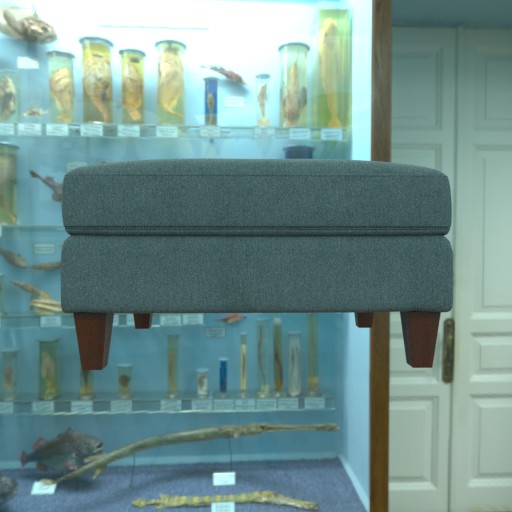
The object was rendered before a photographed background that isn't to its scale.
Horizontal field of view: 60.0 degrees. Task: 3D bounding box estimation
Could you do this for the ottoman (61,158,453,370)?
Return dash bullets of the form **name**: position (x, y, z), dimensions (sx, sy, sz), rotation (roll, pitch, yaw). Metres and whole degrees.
- **ottoman**: position (0.000, 0.000, 1.220), dimensions (0.864, 0.483, 0.584), rotation (0, 2, -1)
